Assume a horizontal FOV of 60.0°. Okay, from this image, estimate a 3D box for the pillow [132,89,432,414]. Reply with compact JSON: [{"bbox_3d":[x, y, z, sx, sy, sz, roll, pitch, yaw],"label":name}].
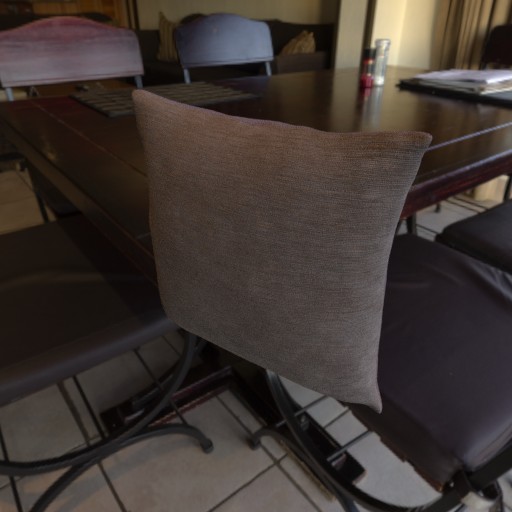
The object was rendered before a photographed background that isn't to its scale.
[{"bbox_3d":[0.000,0.000,0.677,0.452,0.439,0.204,18,35,28],"label":"pillow"}]
